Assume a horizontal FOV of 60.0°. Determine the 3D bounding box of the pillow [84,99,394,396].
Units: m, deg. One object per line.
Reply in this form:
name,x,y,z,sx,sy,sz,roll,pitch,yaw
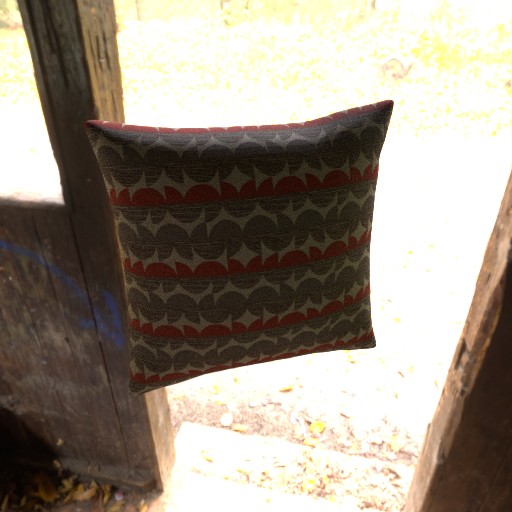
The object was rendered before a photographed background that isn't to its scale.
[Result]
pillow,0.000,0.000,0.650,0.420,0.410,0.180,-9,32,-14
